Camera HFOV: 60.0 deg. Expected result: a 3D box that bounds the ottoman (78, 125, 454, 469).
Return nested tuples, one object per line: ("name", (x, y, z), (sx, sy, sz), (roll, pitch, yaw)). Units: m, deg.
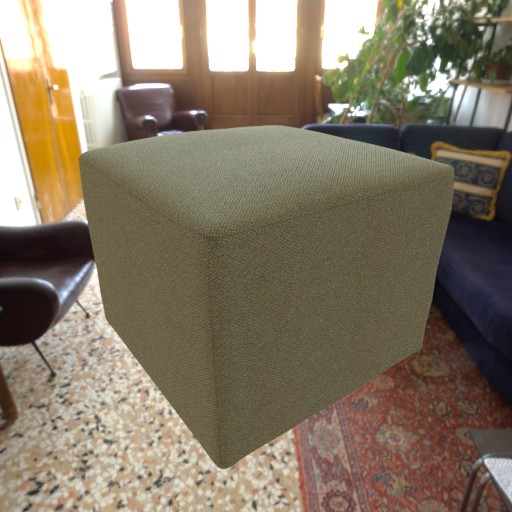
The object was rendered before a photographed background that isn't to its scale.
("ottoman", (0.000, 0.000, 0.899), (0.512, 0.453, 0.521), (-18, 32, -32))
